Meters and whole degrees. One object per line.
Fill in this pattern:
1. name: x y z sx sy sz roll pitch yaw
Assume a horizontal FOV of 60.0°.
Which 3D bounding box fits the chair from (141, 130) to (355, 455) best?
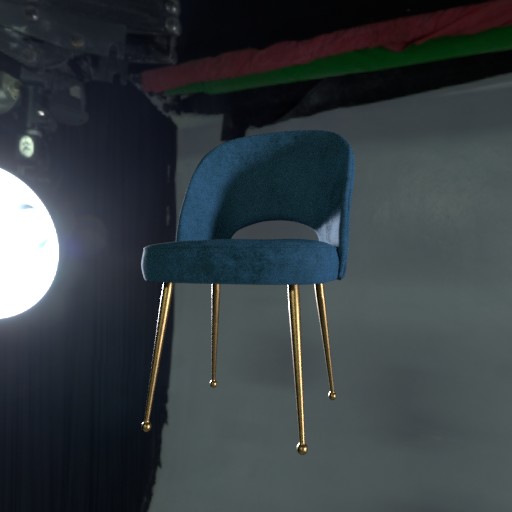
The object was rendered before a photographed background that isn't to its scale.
1. chair: 0.000 0.000 1.258 0.527 0.860 0.577 0 0 19
